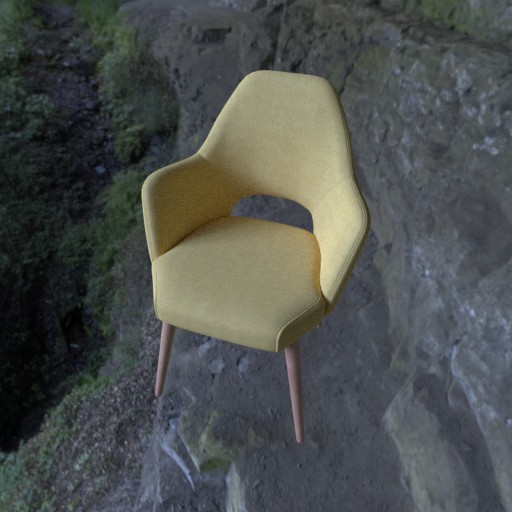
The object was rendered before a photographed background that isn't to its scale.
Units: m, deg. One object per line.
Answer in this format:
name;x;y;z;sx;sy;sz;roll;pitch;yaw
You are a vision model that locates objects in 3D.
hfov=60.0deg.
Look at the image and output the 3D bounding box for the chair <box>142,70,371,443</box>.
chair;0.000;0.000;1.262;0.590;0.840;0.610;13;42;14
